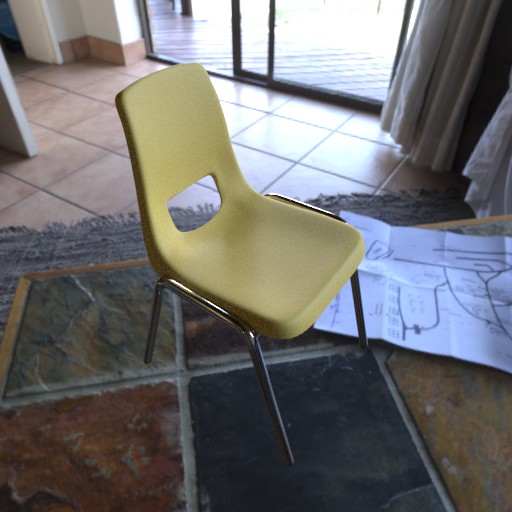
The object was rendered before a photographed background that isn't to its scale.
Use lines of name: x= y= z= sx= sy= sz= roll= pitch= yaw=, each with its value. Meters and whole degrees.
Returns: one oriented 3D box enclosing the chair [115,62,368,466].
chair: x=0.000 y=0.000 z=0.896 sx=0.436 sy=0.653 sz=0.381 roll=24 pitch=46 yaw=26
